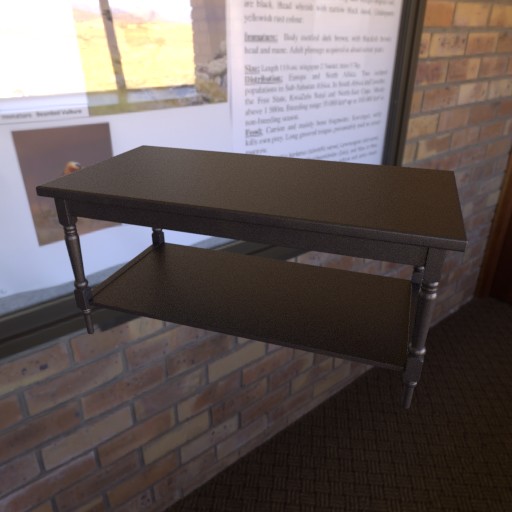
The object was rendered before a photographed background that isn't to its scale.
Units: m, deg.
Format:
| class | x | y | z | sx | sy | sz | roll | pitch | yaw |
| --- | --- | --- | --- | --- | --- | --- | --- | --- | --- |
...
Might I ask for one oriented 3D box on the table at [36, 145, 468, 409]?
| class | x | y | z | sx | sy | sz | roll | pitch | yaw |
| --- | --- | --- | --- | --- | --- | --- | --- | --- | --- |
| table | 0.000 | 0.000 | 1.412 | 1.107 | 0.510 | 0.550 | 9 | 28 | 17 |
